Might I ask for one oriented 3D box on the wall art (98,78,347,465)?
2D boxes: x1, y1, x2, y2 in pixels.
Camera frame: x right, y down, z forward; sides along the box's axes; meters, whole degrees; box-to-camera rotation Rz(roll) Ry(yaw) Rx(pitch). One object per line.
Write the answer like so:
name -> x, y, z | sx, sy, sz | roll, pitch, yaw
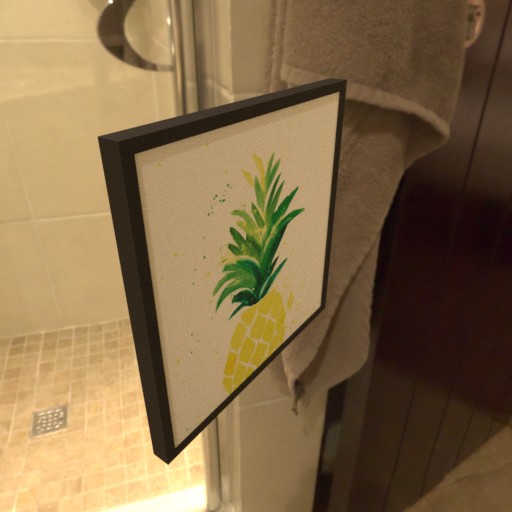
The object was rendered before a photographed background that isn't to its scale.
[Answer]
wall art -> 0.000, 0.000, 0.752 | 0.033, 0.507, 0.508 | 20, 35, 31
